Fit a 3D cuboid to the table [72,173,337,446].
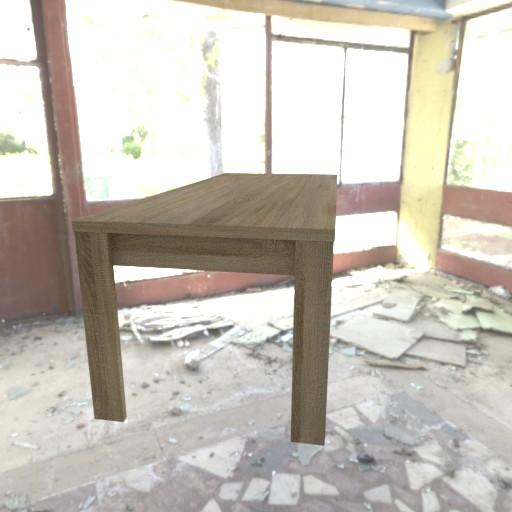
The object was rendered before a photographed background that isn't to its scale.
[{"bbox_3d":[0.000,0.000,2.605,0.900,0.790,2.200,3,15,10],"label":"table"}]
